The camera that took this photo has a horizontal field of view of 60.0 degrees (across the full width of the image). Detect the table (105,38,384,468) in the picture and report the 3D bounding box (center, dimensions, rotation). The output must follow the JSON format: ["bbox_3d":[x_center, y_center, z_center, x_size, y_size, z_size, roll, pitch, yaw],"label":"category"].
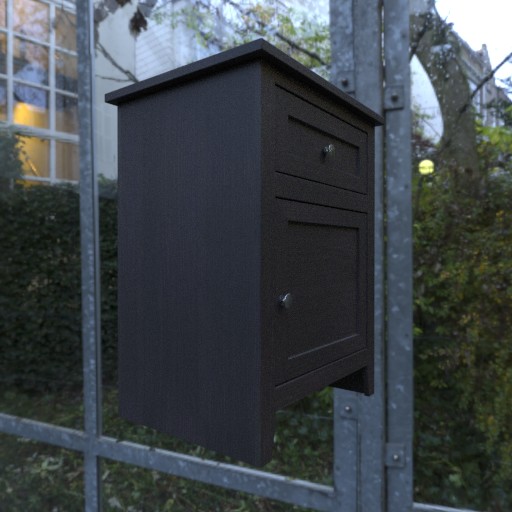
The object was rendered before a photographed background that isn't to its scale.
[{"bbox_3d":[0.000,0.000,0.947,0.381,0.635,0.480,0,1,37],"label":"table"}]
